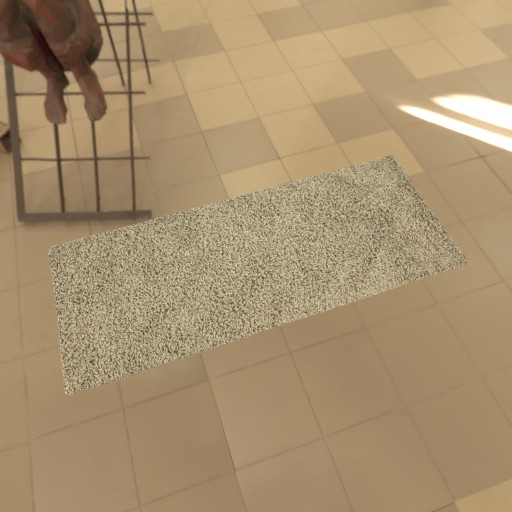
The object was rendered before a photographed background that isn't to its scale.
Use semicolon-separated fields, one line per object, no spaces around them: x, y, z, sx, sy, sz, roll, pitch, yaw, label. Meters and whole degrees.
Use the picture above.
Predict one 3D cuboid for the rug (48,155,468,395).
0.000;0.000;1.727;1.524;0.030;0.609;-17;59;-10;rug
